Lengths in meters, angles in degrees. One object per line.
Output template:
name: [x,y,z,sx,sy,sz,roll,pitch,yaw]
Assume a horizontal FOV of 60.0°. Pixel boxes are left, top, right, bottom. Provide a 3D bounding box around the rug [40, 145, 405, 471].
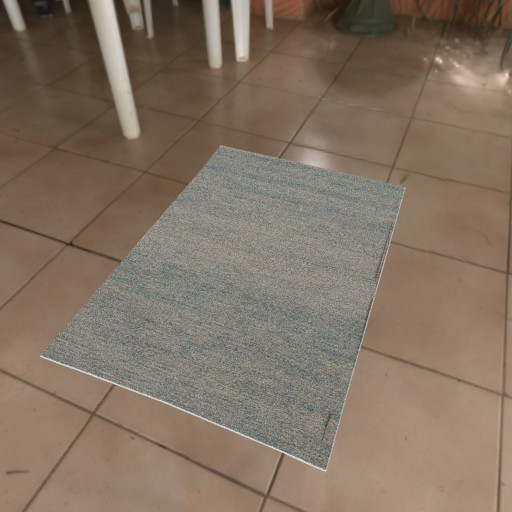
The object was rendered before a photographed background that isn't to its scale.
rug: [0.000,0.000,2.951,1.613,0.030,2.306,16,48,15]
